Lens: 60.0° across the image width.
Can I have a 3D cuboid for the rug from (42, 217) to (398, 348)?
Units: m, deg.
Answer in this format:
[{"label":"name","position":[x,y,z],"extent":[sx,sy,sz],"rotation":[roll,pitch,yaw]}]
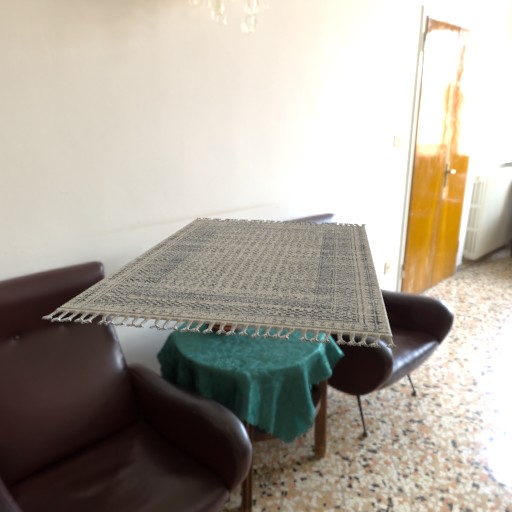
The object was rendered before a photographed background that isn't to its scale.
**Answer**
[{"label":"rug","position":[0.000,0.000,2.357],"extent":[1.243,0.013,1.872],"rotation":[3,17,10]}]
